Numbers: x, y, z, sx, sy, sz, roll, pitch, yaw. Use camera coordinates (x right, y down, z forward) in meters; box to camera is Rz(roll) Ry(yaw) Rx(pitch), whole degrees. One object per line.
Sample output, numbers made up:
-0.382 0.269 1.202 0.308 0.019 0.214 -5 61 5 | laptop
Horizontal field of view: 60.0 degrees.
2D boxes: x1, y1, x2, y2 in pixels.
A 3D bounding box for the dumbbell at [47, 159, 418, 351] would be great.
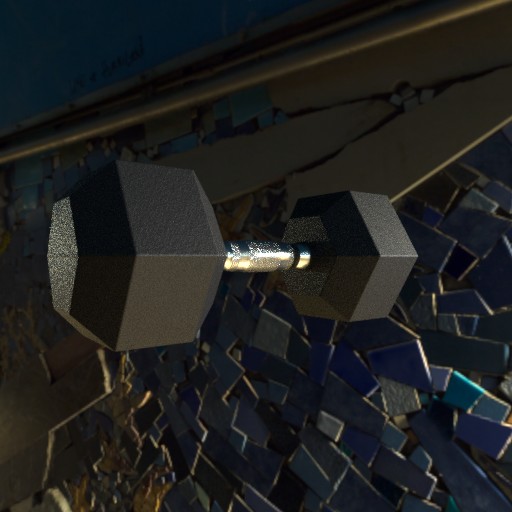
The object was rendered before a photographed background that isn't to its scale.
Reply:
0.000 0.000 0.437 0.361 0.137 0.157 0 0 -36 | dumbbell
